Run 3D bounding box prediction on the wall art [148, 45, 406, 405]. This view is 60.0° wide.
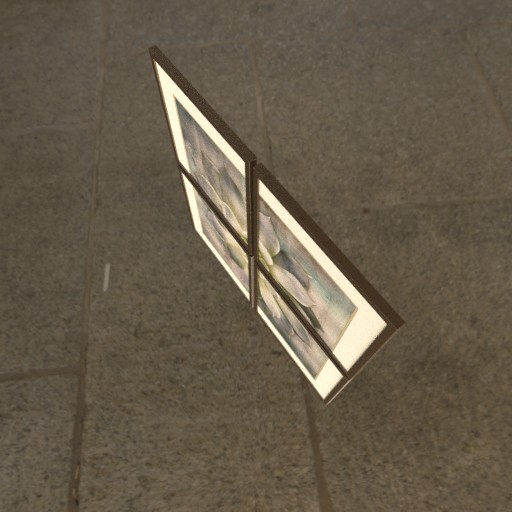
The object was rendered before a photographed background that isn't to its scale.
[{"bbox_3d":[0.000,0.000,1.555,0.030,1.032,1.032,-32,68,-15],"label":"wall art"}]
